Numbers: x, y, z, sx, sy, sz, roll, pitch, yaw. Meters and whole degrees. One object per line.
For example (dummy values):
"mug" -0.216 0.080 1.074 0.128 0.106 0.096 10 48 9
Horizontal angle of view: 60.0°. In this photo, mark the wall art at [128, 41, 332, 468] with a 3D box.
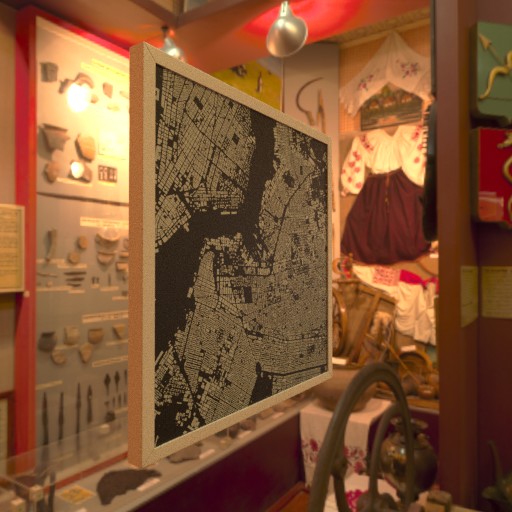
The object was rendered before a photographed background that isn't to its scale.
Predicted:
"wall art" 0.000 0.000 1.112 0.050 0.762 0.761 -1 -1 36
